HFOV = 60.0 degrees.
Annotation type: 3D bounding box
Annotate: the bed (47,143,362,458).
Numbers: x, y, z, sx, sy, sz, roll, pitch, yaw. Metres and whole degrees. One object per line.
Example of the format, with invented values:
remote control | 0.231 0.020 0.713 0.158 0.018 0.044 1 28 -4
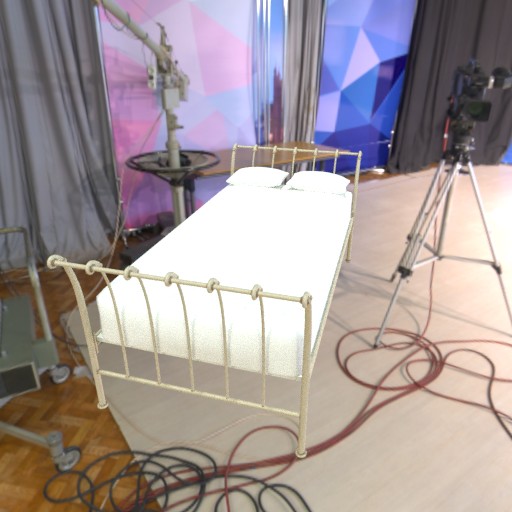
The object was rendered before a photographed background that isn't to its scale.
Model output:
bed | 0.000 0.000 2.691 1.032 0.873 2.228 7 27 15
